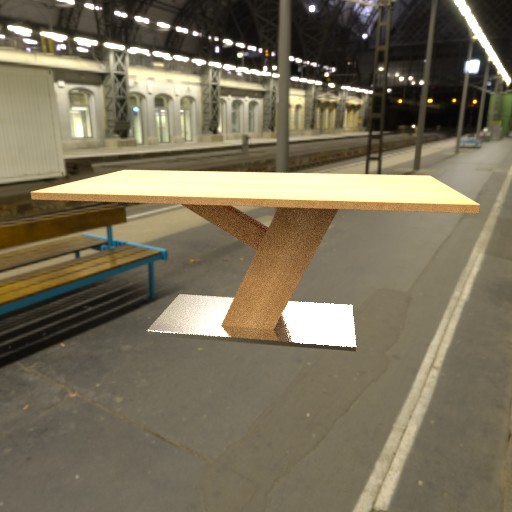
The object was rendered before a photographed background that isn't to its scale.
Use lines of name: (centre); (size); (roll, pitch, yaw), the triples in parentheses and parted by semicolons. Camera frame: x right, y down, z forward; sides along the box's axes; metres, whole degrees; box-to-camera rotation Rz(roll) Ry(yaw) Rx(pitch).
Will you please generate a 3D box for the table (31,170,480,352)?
table: (0.000, 0.000, 2.282); (1.800, 0.750, 0.900); (3, 17, 9)
